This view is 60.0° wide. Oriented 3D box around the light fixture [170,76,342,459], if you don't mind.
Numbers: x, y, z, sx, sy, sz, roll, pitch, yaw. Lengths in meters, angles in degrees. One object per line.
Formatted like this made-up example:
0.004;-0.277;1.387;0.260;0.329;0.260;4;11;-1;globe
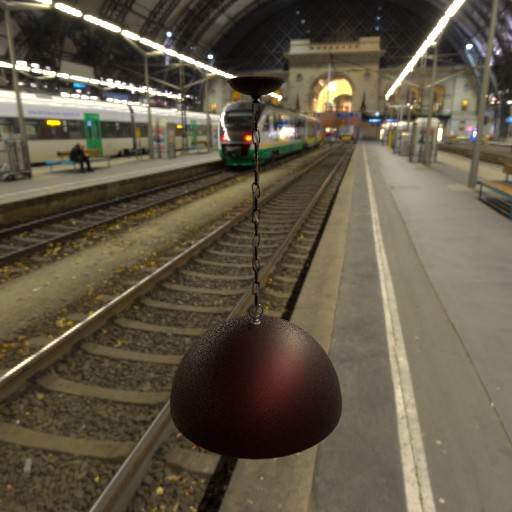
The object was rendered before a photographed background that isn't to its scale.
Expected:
0.000;0.000;1.170;0.492;0.869;0.492;-2;16;-8;light fixture
